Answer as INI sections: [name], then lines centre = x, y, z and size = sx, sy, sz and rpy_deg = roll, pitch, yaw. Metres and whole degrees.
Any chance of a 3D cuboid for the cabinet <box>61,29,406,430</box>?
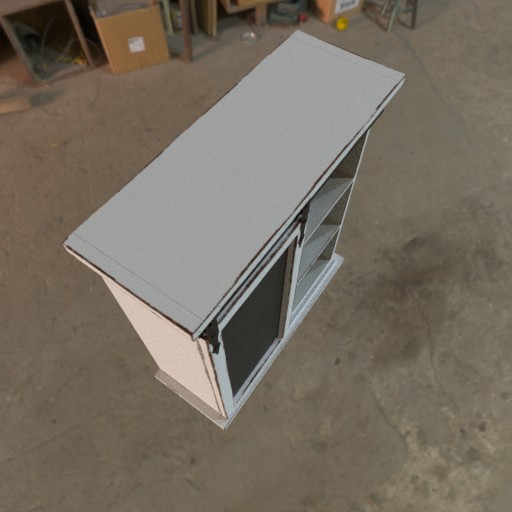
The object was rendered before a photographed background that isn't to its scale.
[cabinet]
centre = 0.000, 0.000, 0.889
size = 0.210, 0.603, 0.541
rpy_deg = 31, 64, 17
